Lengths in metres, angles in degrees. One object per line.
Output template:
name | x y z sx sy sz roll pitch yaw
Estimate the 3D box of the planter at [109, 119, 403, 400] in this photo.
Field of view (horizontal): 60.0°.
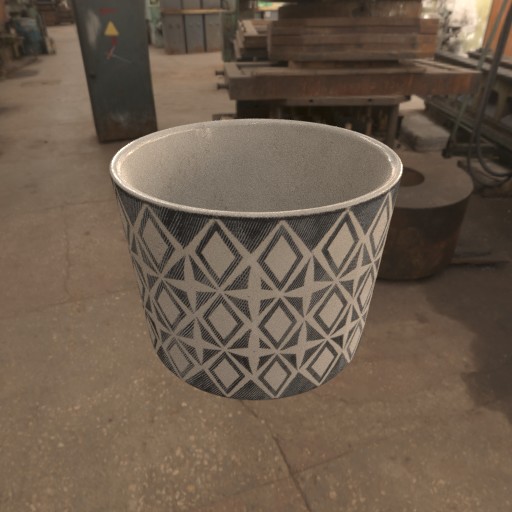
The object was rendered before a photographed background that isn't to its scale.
planter | 0.000 0.000 0.464 0.260 0.220 0.260 0 31 0
